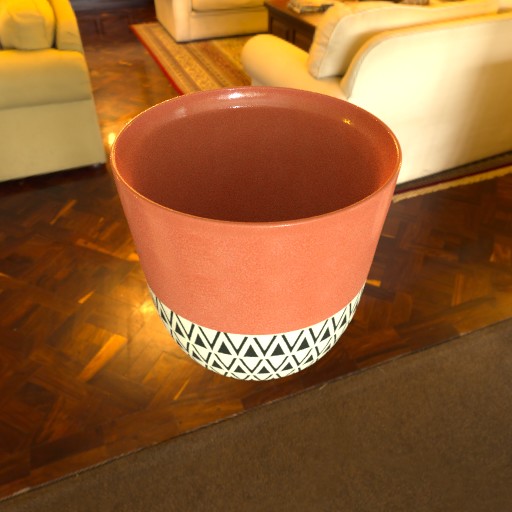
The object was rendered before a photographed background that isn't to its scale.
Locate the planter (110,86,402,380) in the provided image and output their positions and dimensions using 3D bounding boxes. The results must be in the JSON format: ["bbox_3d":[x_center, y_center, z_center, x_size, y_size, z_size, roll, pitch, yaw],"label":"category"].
[{"bbox_3d":[0.000,0.000,0.374,0.195,0.214,0.195,0,41,0],"label":"planter"}]
